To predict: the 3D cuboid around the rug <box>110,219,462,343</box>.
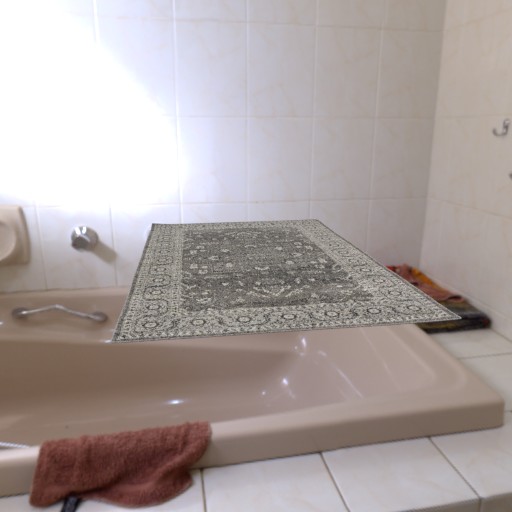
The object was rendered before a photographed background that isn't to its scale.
[{"bbox_3d":[0.000,0.000,2.349,1.209,0.019,1.828,-2,16,-8],"label":"rug"}]
